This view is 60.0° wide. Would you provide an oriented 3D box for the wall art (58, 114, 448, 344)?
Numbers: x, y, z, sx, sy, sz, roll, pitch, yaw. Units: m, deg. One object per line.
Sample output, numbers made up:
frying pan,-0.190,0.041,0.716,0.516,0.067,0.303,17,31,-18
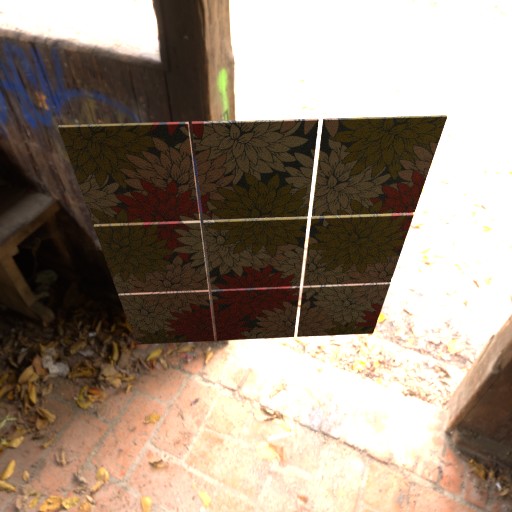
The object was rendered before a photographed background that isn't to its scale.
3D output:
wall art,0.000,0.000,1.814,1.206,1.218,0.013,-2,47,-2
